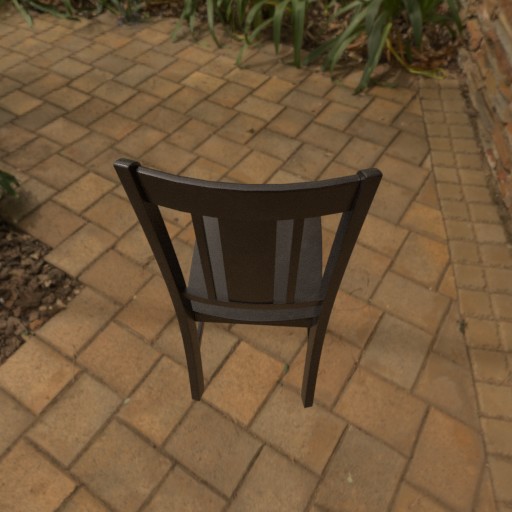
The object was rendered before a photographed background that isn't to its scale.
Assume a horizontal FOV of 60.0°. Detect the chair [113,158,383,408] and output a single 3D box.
[{"bbox_3d":[0.000,0.000,1.274,0.450,0.998,0.555,3,48,2],"label":"chair"}]
